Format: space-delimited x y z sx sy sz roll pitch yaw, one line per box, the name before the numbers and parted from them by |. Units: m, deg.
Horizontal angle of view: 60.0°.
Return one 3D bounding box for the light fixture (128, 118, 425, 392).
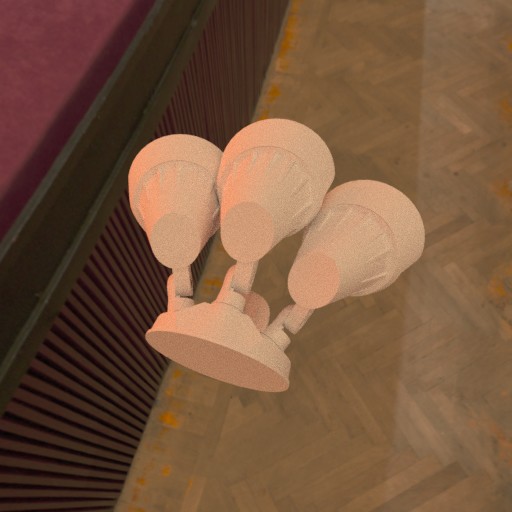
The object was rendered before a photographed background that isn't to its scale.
light fixture | 0.000 0.000 0.538 0.369 0.237 0.278 16 63 8
